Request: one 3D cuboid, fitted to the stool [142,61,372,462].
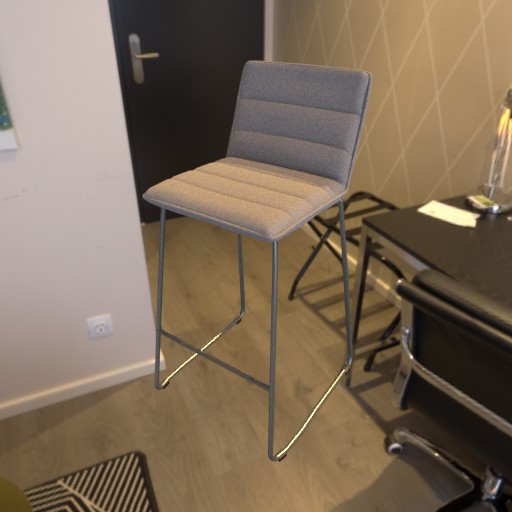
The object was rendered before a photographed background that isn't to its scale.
[{"bbox_3d":[0.000,0.000,1.255,0.490,0.960,0.490,20,36,30],"label":"stool"}]
